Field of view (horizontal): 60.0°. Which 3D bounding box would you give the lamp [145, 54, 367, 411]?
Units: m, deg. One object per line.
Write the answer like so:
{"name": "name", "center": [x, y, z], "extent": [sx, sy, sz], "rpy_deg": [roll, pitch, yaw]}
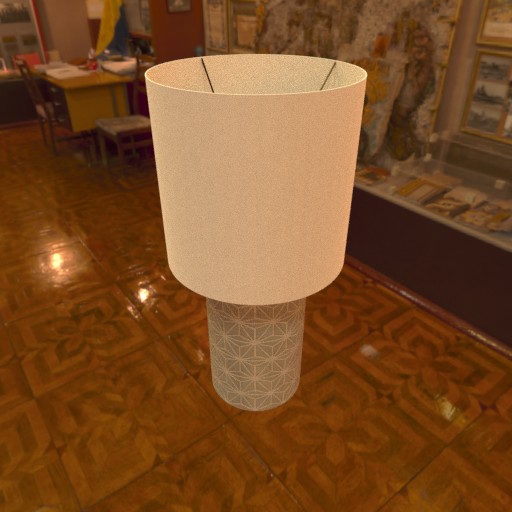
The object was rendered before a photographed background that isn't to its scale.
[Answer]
{"name": "lamp", "center": [0.000, 0.000, 0.531], "extent": [0.206, 0.416, 0.206], "rpy_deg": [-20, 38, -29]}
